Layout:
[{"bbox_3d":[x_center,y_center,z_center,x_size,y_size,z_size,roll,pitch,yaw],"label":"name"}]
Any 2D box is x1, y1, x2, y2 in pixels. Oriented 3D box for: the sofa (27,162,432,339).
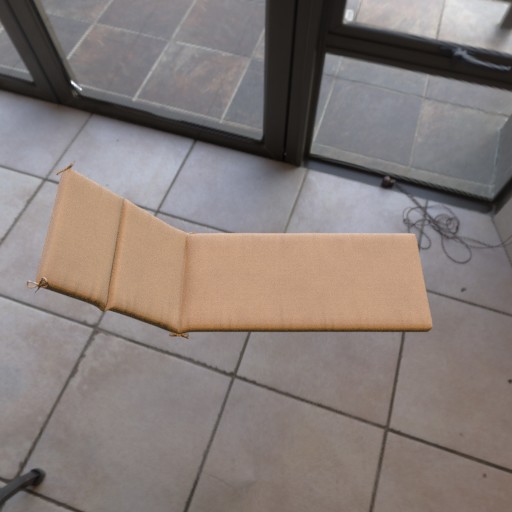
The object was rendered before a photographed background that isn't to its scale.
[{"bbox_3d":[0.000,0.000,1.966,1.663,0.622,0.582,0,63,0],"label":"sofa"}]
